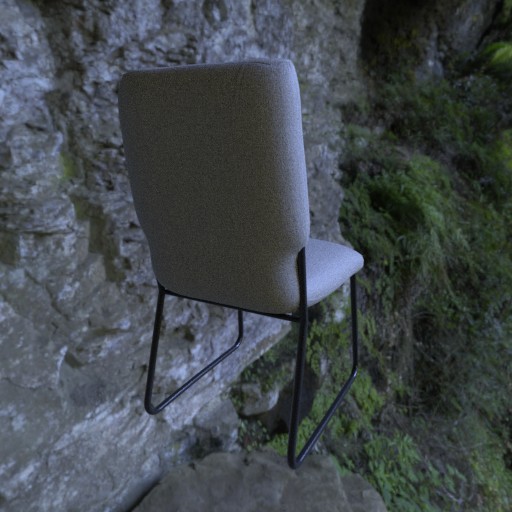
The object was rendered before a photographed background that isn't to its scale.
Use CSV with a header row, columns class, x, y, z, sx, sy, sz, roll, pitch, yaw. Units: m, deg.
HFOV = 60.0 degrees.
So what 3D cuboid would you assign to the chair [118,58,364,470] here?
class,x,y,z,sx,sy,sz,roll,pitch,yaw
chair,0.000,0.000,1.146,0.448,0.864,0.560,8,18,28
